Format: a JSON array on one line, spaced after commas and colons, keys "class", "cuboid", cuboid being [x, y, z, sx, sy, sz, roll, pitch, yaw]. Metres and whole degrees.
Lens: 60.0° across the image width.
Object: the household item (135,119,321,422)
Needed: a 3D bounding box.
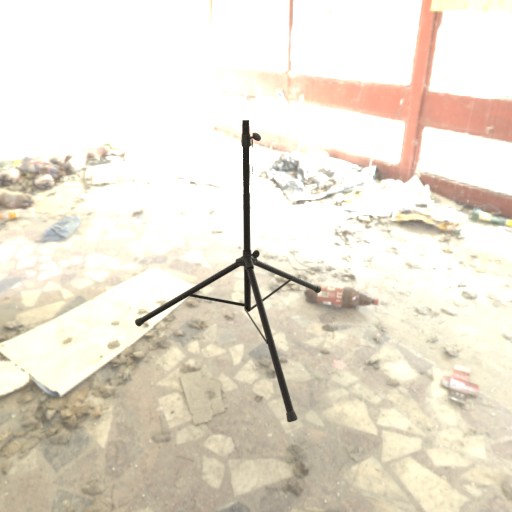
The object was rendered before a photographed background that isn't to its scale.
[{"class": "household item", "cuboid": [0.000, 0.000, 2.805, 1.596, 1.595, 1.339, -8, 29, -16]}]
